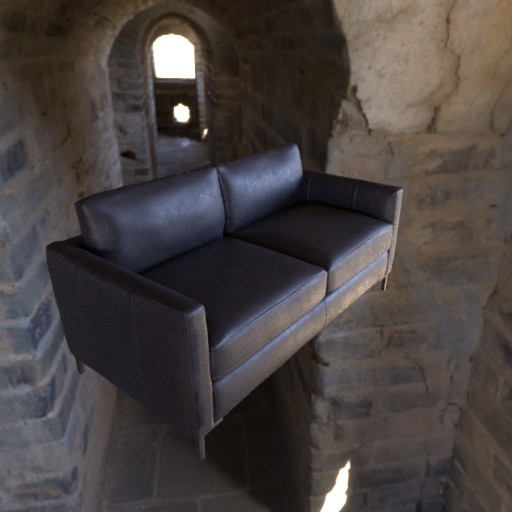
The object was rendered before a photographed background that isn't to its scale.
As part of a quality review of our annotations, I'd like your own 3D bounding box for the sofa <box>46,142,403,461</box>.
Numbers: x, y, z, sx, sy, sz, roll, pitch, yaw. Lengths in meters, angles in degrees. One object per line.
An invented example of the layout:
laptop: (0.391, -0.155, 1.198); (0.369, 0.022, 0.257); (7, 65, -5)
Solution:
sofa: (0.000, 0.000, 2.323); (0.947, 0.883, 1.805); (17, 30, 32)
